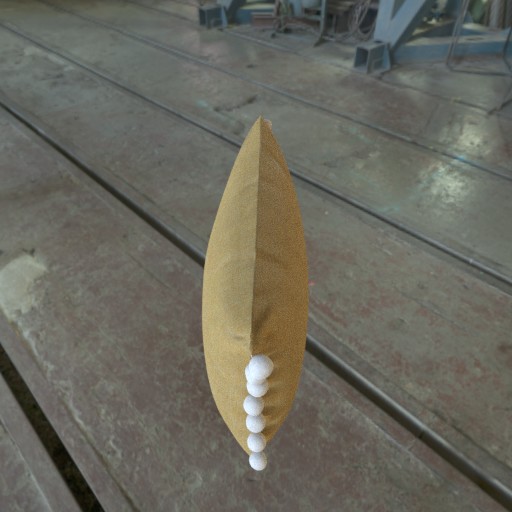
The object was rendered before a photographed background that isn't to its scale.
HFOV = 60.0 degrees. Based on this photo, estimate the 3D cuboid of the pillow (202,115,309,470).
[{"bbox_3d":[0.000,0.000,0.859,0.201,0.322,0.709,1,41,1],"label":"pillow"}]
